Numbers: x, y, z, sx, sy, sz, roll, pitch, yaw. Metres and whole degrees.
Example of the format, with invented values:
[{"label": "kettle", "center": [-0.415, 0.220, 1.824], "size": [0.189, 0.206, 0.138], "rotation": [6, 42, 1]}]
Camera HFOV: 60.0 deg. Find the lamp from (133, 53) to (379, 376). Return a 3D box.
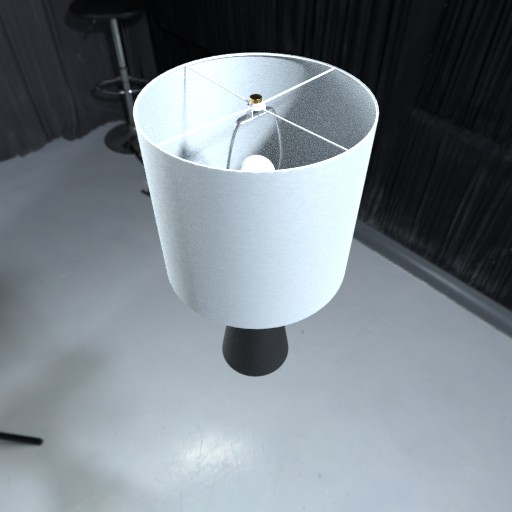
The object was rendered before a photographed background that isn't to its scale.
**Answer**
[{"label": "lamp", "center": [0.000, 0.000, 0.770], "size": [0.308, 0.580, 0.308], "rotation": [-33, 54, -28]}]
